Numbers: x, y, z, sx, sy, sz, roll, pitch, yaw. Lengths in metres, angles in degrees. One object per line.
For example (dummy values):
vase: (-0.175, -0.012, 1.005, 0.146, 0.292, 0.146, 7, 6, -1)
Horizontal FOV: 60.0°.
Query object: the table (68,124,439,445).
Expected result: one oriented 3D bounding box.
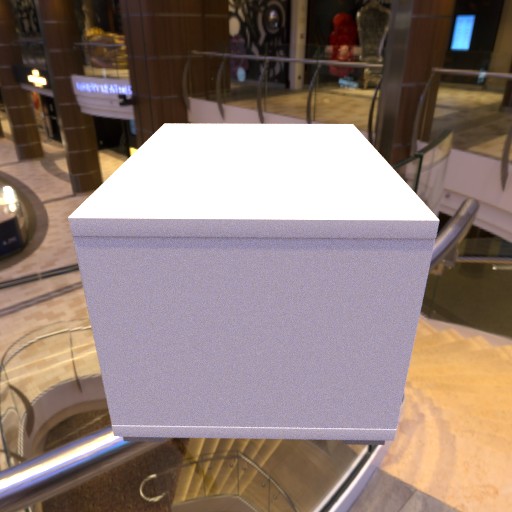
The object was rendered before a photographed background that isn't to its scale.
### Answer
table: (0.000, 0.000, 0.785, 0.399, 0.357, 0.517, 0, 27, 1)
